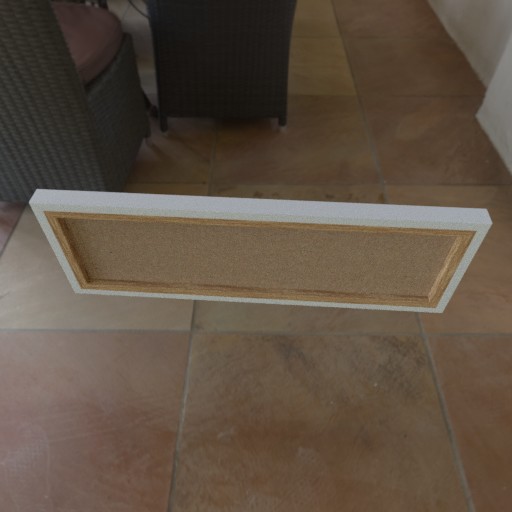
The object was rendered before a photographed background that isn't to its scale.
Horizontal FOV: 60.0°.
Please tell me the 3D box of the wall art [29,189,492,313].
[{"bbox_3d":[0.000,0.000,0.835,0.763,0.255,0.038,3,49,3],"label":"wall art"}]
